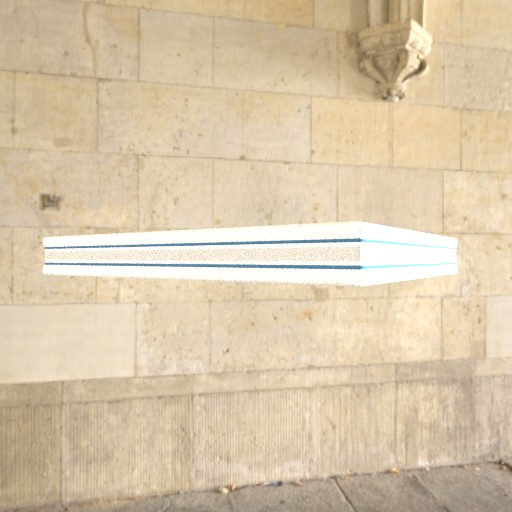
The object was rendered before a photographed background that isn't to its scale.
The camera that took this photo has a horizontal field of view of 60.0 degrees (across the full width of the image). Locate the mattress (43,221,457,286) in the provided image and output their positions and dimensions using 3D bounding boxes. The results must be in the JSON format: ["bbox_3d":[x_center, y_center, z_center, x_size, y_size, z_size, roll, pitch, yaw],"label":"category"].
[{"bbox_3d":[0.000,0.000,2.729,2.000,0.230,1.600,0,0,35],"label":"mattress"}]
